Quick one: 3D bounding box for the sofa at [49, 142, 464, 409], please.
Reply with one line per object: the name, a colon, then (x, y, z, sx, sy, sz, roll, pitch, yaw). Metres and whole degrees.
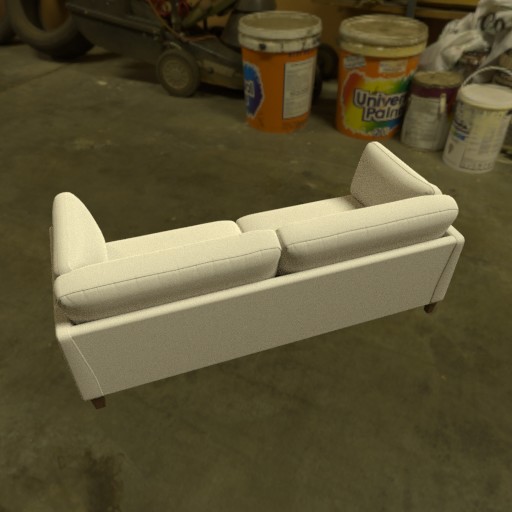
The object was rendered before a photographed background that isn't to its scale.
sofa: (0.000, 0.000, 2.732, 2.301, 0.863, 0.957, -13, 41, -15)
